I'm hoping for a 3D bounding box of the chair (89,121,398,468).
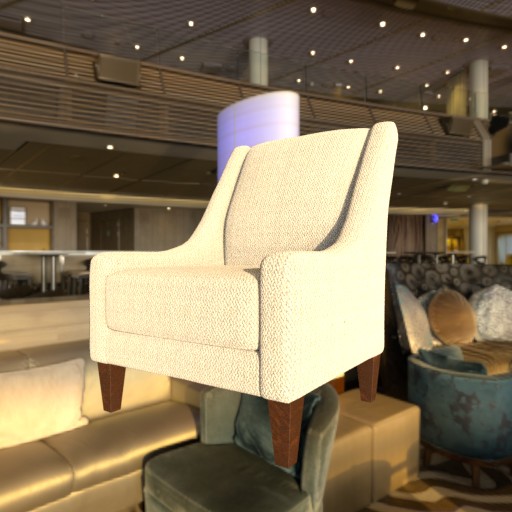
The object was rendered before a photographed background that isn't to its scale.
[{"bbox_3d":[0.000,0.000,1.565,0.774,1.014,0.870,0,0,34],"label":"chair"}]
